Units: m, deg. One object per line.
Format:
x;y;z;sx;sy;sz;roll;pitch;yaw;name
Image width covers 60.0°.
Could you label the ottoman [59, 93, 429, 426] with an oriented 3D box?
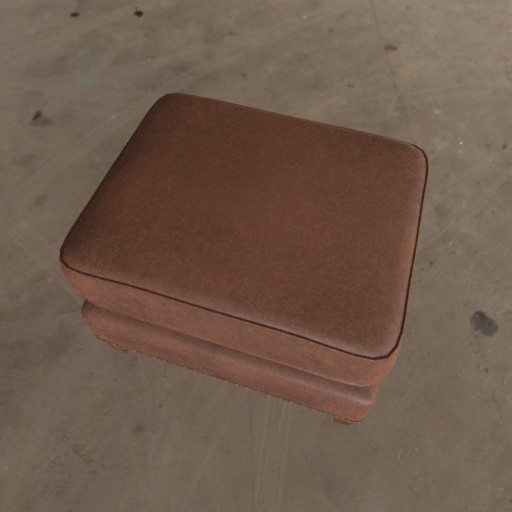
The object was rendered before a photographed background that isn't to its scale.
0.000;0.000;1.148;0.738;0.537;0.589;15;60;9;ottoman
